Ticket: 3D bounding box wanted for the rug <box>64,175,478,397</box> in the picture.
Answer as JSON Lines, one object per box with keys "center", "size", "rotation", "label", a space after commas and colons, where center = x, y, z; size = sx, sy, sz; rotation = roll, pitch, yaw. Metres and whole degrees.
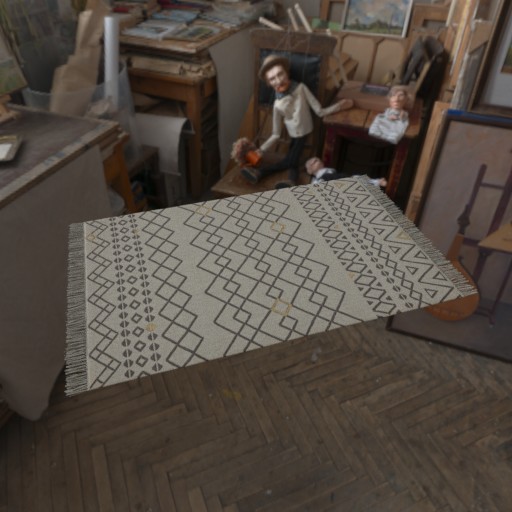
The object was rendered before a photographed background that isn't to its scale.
{"center": [0.000, 0.000, 3.026], "size": [2.472, 0.035, 1.495], "rotation": [-11, 42, -13], "label": "rug"}
